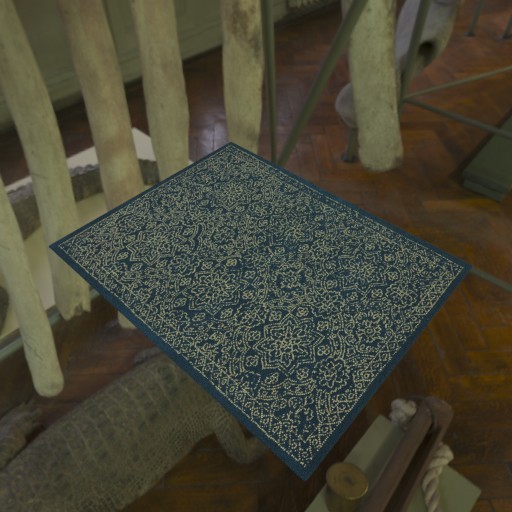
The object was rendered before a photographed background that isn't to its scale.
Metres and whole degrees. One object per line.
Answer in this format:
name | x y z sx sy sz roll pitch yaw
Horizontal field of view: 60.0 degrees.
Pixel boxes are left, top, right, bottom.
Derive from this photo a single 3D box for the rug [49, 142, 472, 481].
rug | 0.000 0.000 4.062 3.048 0.010 2.438 33 55 28
